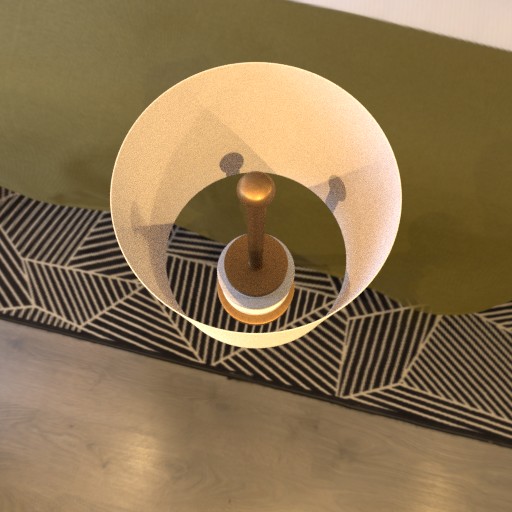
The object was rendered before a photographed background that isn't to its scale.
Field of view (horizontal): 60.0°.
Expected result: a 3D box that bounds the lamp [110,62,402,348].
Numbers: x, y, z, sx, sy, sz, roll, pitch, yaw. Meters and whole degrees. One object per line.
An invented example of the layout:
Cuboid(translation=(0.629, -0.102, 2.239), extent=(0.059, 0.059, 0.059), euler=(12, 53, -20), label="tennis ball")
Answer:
Cuboid(translation=(0.000, 0.000, 0.514), extent=(0.210, 0.410, 0.210), euler=(-17, 76, -4), label="lamp")
